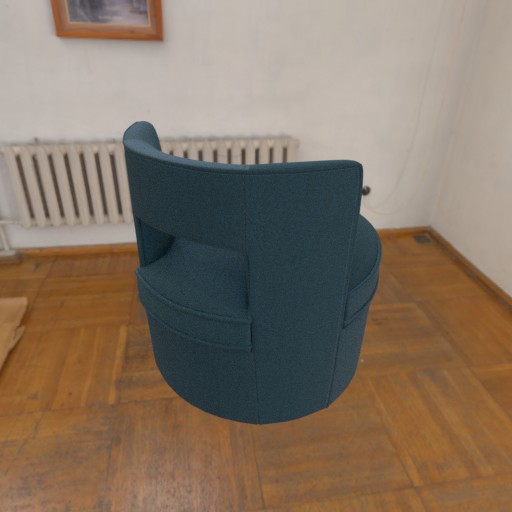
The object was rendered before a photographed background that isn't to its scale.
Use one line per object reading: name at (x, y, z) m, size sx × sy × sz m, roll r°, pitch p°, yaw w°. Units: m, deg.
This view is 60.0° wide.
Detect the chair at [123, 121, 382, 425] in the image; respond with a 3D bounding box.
chair at (0.000, 0.000, 1.251) m, size 0.684 × 0.711 × 0.660 m, roll 19°, pitch 34°, yaw 31°
